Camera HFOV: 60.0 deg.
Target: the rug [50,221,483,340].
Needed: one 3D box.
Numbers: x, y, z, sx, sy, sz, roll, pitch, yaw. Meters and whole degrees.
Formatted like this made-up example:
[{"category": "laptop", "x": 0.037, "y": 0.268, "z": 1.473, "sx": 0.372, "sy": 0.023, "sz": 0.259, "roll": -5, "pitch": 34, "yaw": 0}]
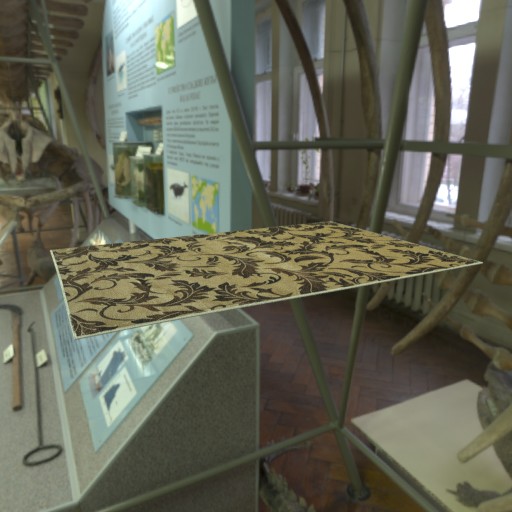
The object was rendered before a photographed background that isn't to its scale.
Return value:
[{"category": "rug", "x": 0.000, "y": 0.000, "z": 2.786, "sx": 2.284, "sy": 0.008, "sz": 1.522, "roll": -8, "pitch": 17, "yaw": -26}]
